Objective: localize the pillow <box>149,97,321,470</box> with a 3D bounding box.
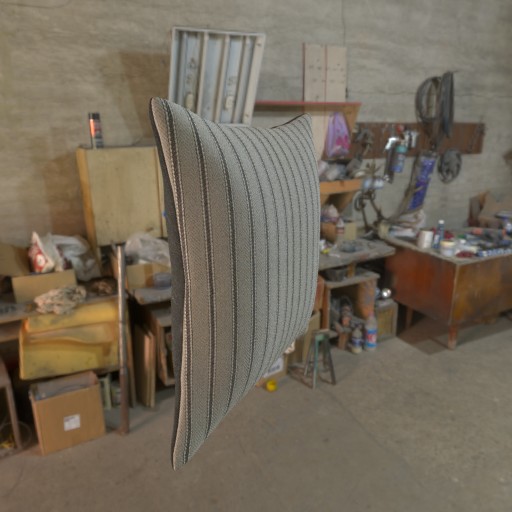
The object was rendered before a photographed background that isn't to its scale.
[{"bbox_3d":[0.000,0.000,0.690,0.138,0.444,0.468,7,16,25],"label":"pillow"}]
